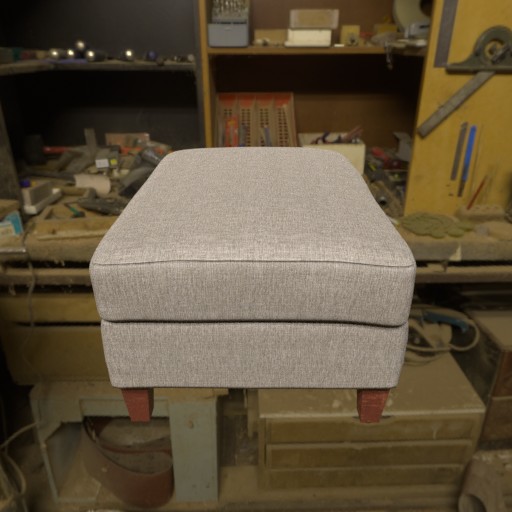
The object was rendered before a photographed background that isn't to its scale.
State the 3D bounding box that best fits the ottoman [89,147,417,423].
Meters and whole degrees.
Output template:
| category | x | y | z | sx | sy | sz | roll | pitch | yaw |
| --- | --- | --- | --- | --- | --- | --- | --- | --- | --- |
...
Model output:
| category | x | y | z | sx | sy | sz | roll | pitch | yaw |
| --- | --- | --- | --- | --- | --- | --- | --- | --- | --- |
| ottoman | 0.000 | 0.000 | 1.260 | 0.639 | 0.494 | 0.873 | 0 | 27 | 0 |
